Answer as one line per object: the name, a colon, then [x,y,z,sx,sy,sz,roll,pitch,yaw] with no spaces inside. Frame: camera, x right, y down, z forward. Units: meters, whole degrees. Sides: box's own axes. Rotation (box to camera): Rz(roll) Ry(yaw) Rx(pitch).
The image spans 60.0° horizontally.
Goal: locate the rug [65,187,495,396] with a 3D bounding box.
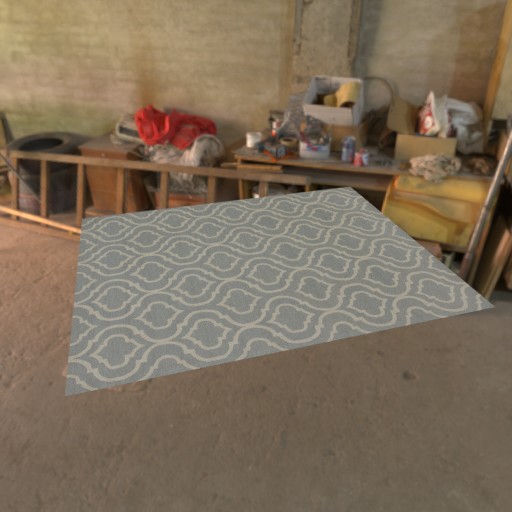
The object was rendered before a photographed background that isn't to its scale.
rug: [0.000,0.000,3.763,2.892,0.006,2.283,-9,33,-14]
